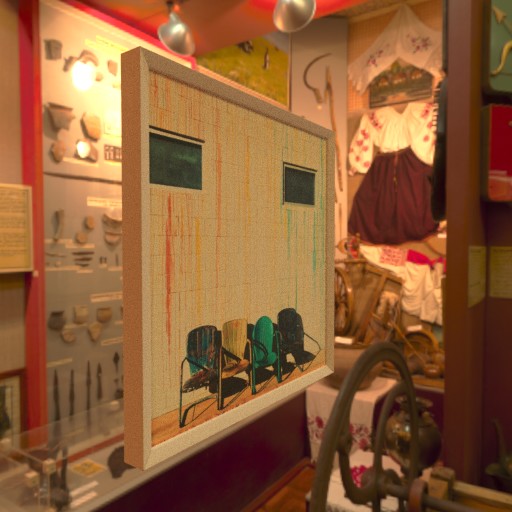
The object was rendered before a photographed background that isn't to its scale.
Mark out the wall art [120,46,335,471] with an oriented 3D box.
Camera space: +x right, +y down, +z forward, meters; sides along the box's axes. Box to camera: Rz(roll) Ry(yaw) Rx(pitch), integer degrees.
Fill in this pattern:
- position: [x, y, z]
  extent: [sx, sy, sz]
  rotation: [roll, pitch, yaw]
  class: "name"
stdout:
- position: [0.000, 0.000, 0.743]
  extent: [0.037, 0.508, 0.508]
  rotation: [1, 2, 37]
  class: "wall art"
